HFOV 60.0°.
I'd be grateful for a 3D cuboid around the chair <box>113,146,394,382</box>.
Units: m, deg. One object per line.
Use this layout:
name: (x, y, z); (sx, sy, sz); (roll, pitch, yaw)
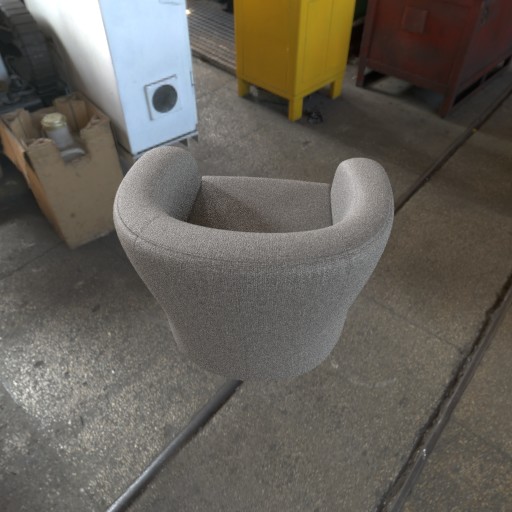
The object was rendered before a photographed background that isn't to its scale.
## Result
chair: (0.000, 0.000, 1.494); (0.791, 0.771, 0.815); (4, 46, 4)
